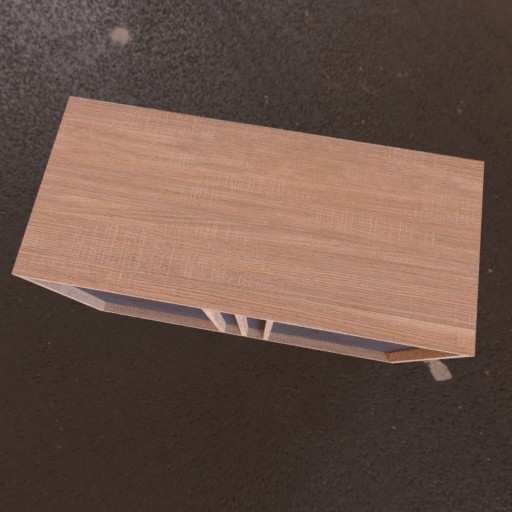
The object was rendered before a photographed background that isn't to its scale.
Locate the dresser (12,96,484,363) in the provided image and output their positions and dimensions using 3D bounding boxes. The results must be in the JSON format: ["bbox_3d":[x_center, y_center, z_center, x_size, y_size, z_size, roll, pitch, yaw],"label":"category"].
[{"bbox_3d":[0.000,0.000,1.484,1.110,0.780,0.500,10,75,3],"label":"dresser"}]
